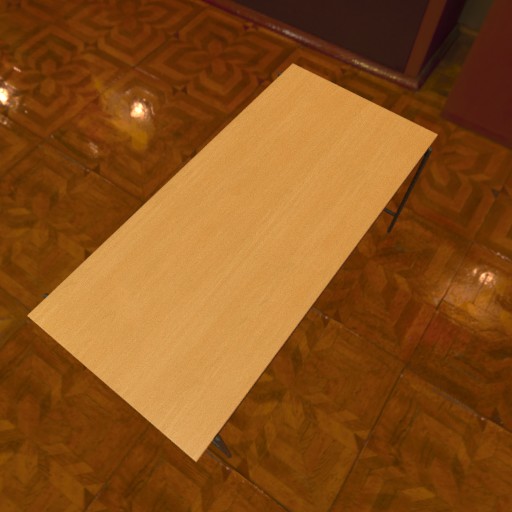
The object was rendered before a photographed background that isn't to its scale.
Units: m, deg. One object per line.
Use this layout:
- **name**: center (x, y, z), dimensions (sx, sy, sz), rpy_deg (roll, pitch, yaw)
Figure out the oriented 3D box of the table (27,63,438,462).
- **table**: center (0.000, 0.000, 2.260), dimensions (0.900, 0.758, 1.800), rpy_deg (33, 67, 17)
